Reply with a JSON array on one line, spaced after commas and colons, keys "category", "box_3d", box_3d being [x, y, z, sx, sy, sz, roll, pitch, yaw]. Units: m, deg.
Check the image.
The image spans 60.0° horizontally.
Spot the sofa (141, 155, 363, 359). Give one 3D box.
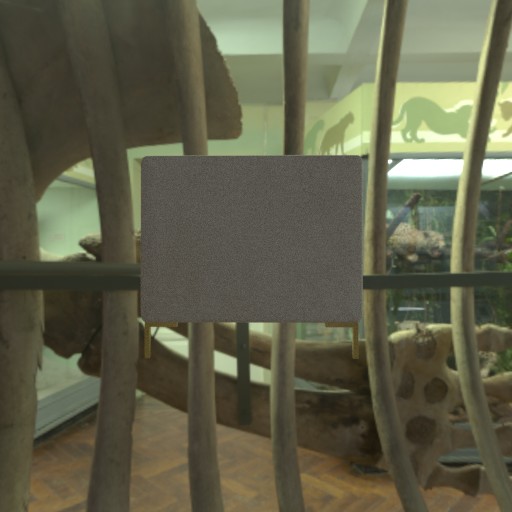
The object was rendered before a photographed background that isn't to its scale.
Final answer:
[{"category": "sofa", "box_3d": [0.000, 0.000, 2.333, 0.686, 0.635, 1.981, 0, 0, 1]}]
